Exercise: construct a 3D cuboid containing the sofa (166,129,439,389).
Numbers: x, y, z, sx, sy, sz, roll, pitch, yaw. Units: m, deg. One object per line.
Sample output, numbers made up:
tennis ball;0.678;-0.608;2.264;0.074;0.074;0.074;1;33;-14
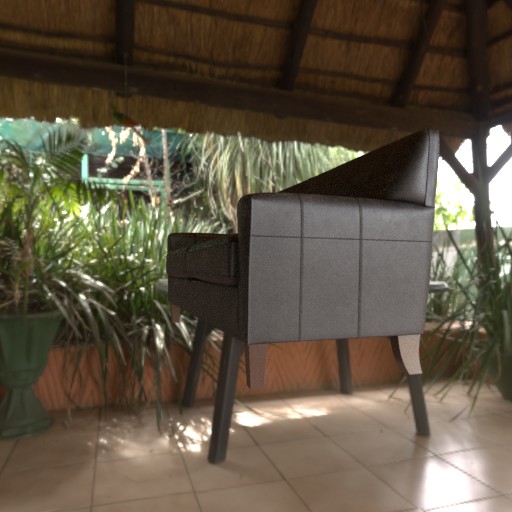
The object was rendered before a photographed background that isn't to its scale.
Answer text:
sofa;0.000;0.000;2.516;0.805;0.947;2.053;0;-1;-19
